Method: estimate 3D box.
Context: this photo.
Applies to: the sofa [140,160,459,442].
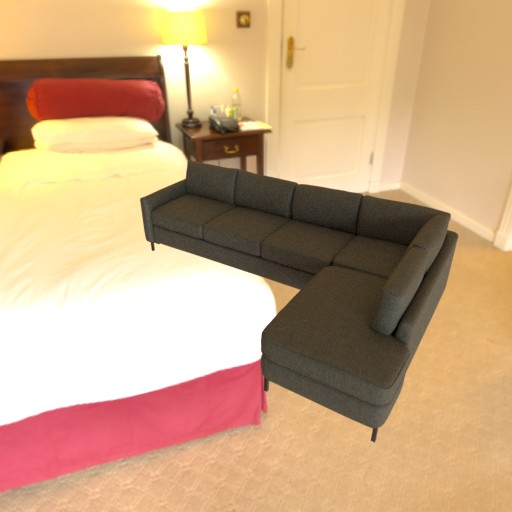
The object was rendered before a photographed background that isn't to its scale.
[{"bbox_3d":[0.000,0.000,3.837,2.972,0.858,1.984,17,33,28],"label":"sofa"}]
